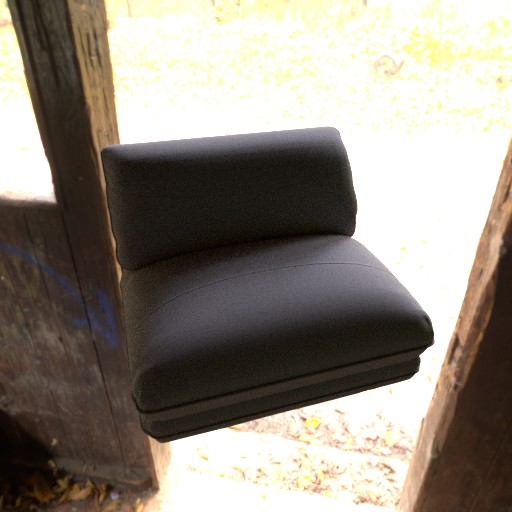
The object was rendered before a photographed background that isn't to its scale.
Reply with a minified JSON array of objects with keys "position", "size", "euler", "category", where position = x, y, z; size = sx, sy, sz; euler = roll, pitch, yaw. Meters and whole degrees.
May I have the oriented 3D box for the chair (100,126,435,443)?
[{"position":[0.000,0.000,1.341],"size":[0.820,0.580,0.780],"euler":[-9,33,-15],"category":"chair"}]
